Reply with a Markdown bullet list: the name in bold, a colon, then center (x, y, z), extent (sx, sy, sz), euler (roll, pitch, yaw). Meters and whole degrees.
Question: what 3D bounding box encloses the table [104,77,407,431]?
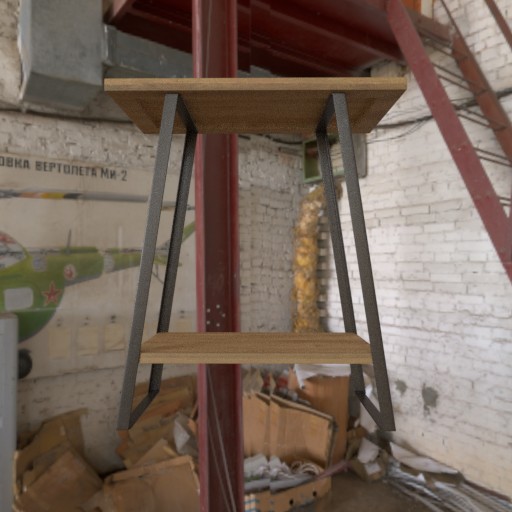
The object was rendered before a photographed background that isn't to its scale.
- **table**: center (0.000, 0.000, 1.021), extent (0.599, 0.701, 0.300), euler (0, -1, 1)
